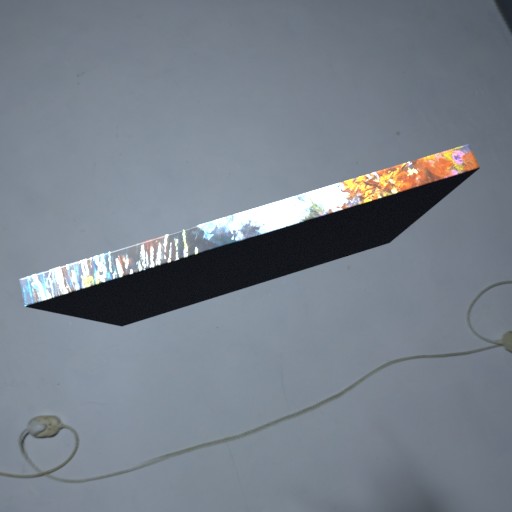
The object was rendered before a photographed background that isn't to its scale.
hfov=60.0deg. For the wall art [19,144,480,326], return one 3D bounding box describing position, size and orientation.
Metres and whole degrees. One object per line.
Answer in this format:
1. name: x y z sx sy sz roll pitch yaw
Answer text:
1. wall art: 0.000 0.000 0.769 0.610 0.406 0.037 -17 78 -4
